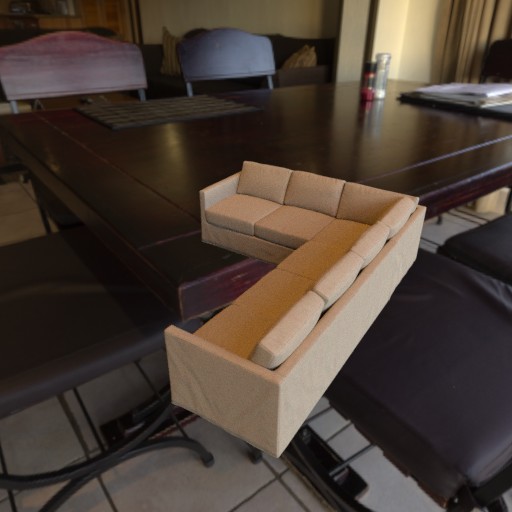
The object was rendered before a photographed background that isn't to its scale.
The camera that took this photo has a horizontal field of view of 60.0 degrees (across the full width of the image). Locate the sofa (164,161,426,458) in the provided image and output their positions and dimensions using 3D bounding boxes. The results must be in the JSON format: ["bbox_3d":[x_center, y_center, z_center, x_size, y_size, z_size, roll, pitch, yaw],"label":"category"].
[{"bbox_3d":[0.000,0.000,4.412,2.432,0.871,3.182,18,34,29],"label":"sofa"}]
